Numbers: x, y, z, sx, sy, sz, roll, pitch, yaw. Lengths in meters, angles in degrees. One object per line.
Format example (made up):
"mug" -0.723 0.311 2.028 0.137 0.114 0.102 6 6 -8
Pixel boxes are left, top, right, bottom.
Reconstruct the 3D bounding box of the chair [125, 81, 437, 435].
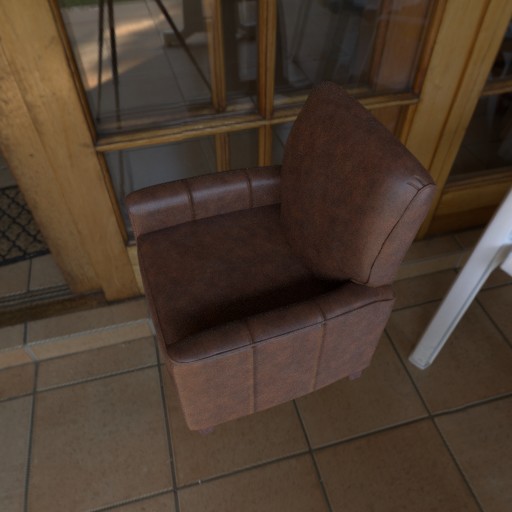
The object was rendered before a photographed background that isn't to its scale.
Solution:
"chair" 0.000 0.000 1.656 0.850 1.010 0.839 -16 49 -14
